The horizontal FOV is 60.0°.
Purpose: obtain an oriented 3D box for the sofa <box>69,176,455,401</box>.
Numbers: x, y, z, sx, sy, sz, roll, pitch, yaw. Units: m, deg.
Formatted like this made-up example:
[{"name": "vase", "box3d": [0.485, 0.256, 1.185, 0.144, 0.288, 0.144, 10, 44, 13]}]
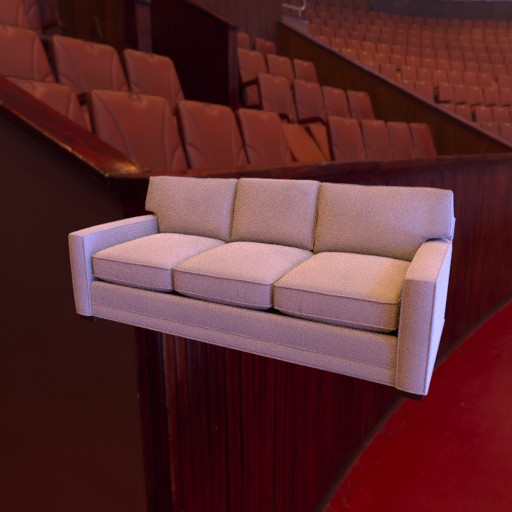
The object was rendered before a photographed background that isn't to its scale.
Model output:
[{"name": "sofa", "box3d": [0.000, 0.000, 2.638, 2.088, 0.862, 0.935, 7, 16, 26]}]
